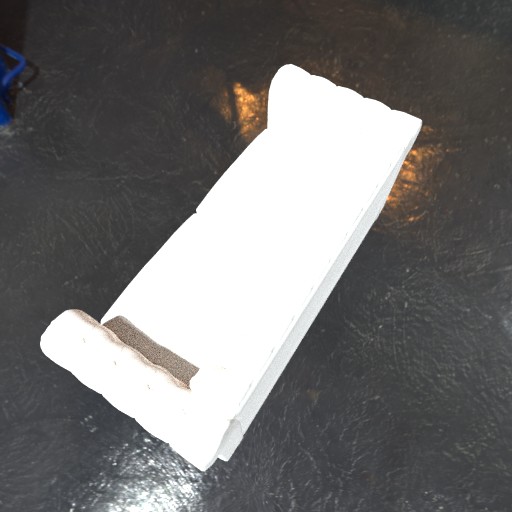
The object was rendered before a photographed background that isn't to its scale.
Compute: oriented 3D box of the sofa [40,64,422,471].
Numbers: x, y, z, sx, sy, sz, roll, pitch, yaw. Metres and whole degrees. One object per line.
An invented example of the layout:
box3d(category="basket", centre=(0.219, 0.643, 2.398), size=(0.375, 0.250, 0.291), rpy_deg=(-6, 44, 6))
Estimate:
box3d(category="sofa", centre=(0.000, 0.000, 2.162), size=(0.771, 0.796, 1.798), rpy_deg=(30, 66, 15))
